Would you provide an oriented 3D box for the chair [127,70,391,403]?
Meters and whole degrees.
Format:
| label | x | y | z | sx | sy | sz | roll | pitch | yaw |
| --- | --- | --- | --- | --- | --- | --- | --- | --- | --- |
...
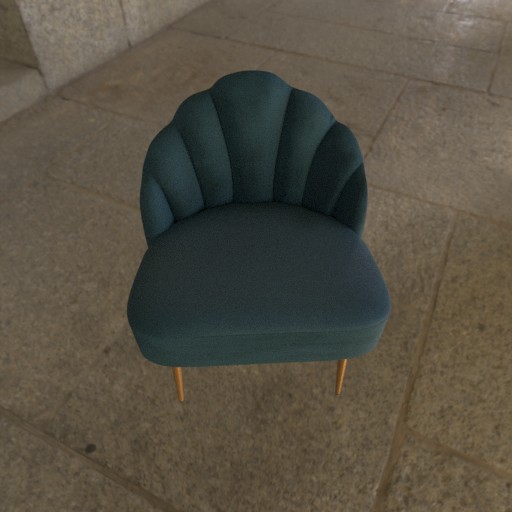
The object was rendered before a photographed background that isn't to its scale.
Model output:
| label | x | y | z | sx | sy | sz | roll | pitch | yaw |
| --- | --- | --- | --- | --- | --- | --- | --- | --- | --- |
| chair | 0.000 | 0.000 | 1.272 | 0.657 | 0.819 | 0.599 | -2 | 47 | -2 |
